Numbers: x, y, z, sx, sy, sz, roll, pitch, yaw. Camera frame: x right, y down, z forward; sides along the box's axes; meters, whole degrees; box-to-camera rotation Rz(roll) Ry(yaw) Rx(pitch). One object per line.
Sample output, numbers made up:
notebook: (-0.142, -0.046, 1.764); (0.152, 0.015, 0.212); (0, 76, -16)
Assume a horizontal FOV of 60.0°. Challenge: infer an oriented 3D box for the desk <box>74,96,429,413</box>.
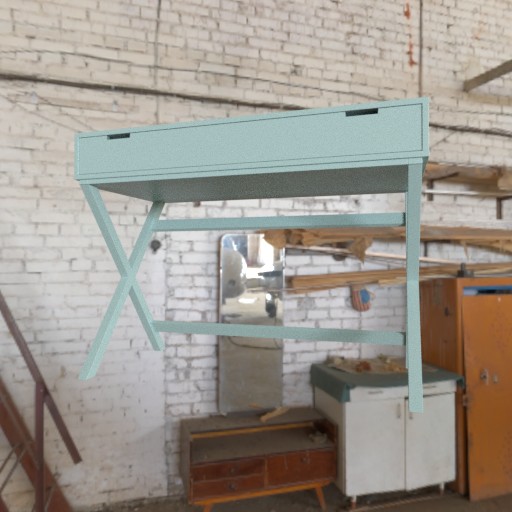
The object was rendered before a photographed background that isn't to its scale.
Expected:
desk: (0.000, 0.000, 1.491); (1.059, 0.780, 0.509); (0, -1, 18)
